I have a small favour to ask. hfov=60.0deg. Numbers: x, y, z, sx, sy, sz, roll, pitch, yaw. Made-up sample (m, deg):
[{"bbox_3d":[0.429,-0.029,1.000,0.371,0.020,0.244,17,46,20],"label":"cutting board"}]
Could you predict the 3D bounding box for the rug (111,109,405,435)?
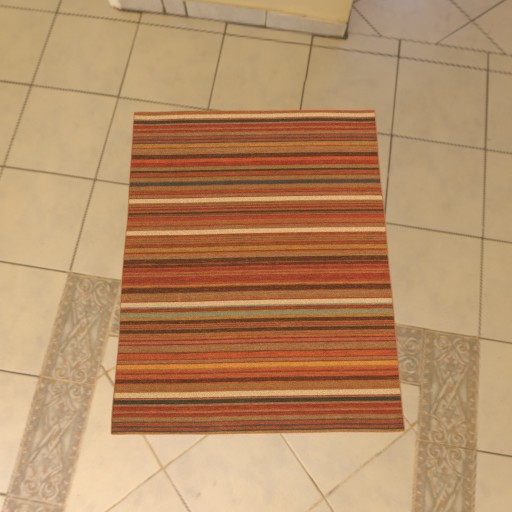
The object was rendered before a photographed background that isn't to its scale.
[{"bbox_3d":[0.000,0.000,4.115,2.479,0.023,3.092,0,74,0],"label":"rug"}]
